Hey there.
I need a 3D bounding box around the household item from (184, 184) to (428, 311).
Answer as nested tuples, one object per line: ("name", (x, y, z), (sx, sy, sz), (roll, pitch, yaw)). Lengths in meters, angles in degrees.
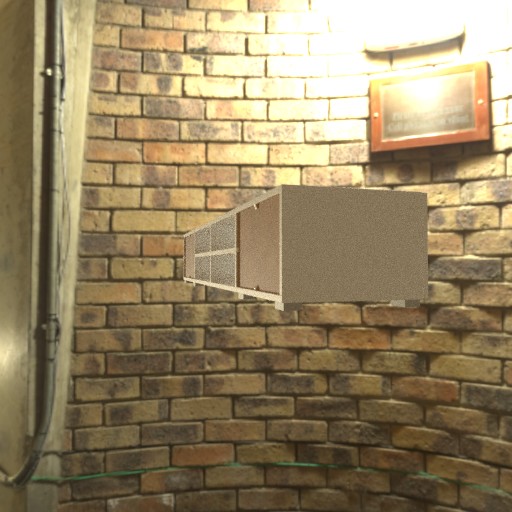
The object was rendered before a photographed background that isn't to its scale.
("household item", (0.000, 0.000, 2.025), (0.420, 0.310, 1.850), (0, -1, -17))
